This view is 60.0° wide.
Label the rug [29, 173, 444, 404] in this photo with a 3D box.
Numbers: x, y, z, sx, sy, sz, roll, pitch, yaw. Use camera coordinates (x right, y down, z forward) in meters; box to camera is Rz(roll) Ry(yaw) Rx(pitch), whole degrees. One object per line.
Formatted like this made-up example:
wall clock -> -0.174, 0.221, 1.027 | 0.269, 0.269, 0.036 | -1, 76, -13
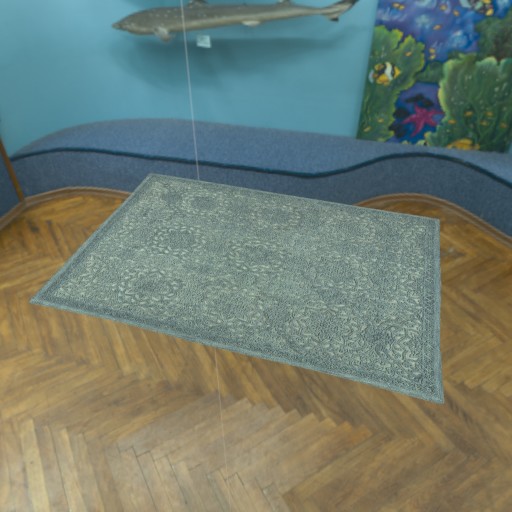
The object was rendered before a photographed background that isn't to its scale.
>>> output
rug -> 0.000, 0.000, 2.289 | 1.830, 0.016, 1.224 | 11, 42, 13
